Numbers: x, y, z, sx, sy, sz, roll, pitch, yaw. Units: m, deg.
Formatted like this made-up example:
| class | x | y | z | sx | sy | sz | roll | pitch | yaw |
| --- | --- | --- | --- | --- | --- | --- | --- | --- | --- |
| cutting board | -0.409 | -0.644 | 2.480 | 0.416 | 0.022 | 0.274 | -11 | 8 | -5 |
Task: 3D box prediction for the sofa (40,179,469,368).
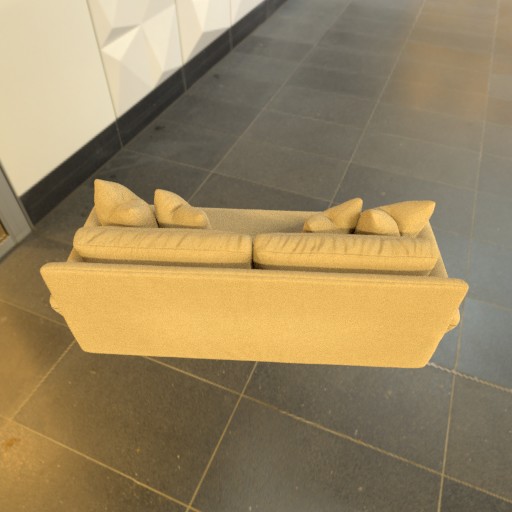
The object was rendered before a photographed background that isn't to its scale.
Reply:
| class | x | y | z | sx | sy | sz | roll | pitch | yaw |
| --- | --- | --- | --- | --- | --- | --- | --- | --- | --- |
| sofa | 0.000 | 0.000 | 2.829 | 2.285 | 0.904 | 1.067 | 2 | 46 | 2 |
